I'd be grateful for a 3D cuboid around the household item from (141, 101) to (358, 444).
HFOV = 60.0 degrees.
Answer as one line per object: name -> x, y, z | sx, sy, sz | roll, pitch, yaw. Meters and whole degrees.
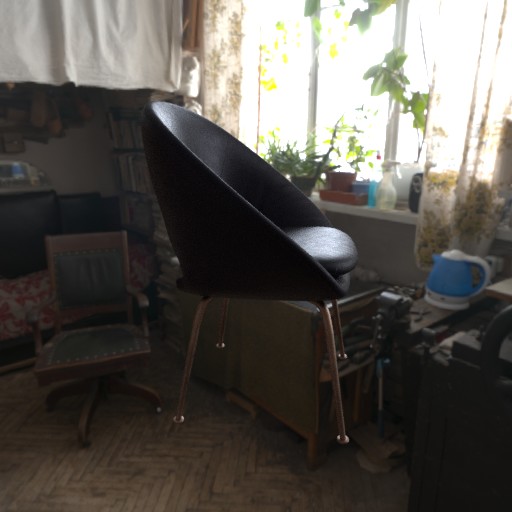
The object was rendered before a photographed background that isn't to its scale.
household item -> 0.000, 0.000, 1.283 | 0.573, 0.852, 0.623 | 3, 16, 10
